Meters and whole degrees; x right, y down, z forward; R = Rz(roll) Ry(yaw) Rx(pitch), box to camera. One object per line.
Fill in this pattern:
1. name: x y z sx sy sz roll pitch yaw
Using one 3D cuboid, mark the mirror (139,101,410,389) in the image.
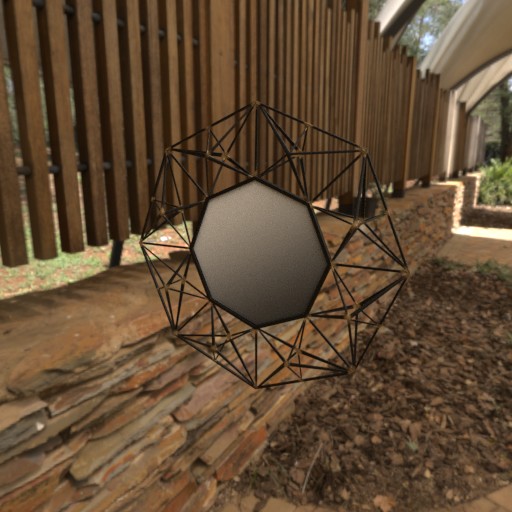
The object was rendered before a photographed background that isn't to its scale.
1. mirror: 0.000 0.000 1.069 0.710 0.710 0.094 6 15 25
